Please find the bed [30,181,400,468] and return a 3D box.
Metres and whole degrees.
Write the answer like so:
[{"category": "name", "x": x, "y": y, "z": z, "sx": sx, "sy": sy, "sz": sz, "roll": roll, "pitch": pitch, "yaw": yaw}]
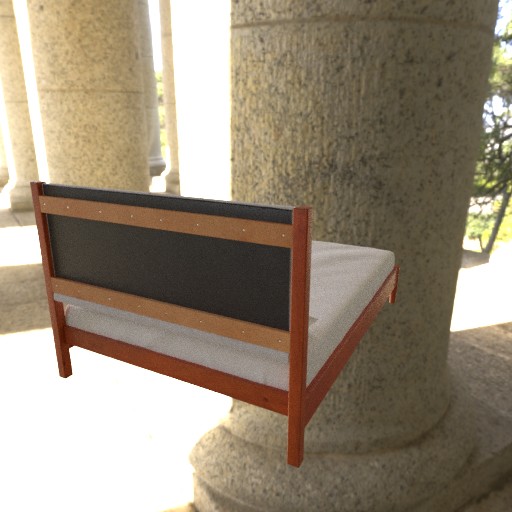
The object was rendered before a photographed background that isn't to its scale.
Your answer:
[{"category": "bed", "x": 0.000, "y": 0.000, "z": 3.030, "sx": 1.566, "sy": 1.165, "sz": 2.117, "roll": 9, "pitch": 19, "yaw": 27}]
